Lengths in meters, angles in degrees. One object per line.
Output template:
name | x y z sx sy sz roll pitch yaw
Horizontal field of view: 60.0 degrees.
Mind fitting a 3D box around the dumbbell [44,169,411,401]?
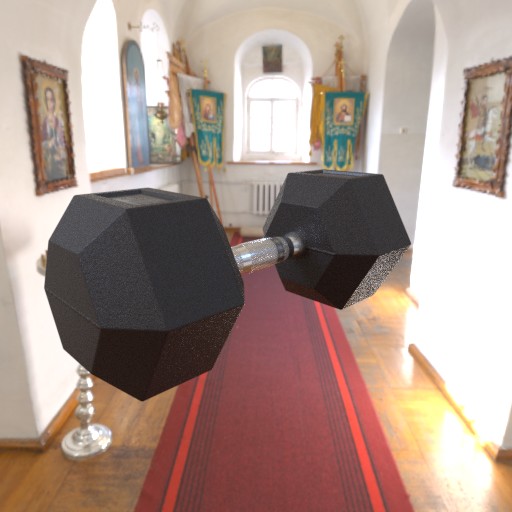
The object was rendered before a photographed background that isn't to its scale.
dumbbell | 0.000 0.000 0.323 0.271 0.106 0.122 -15 22 -41
